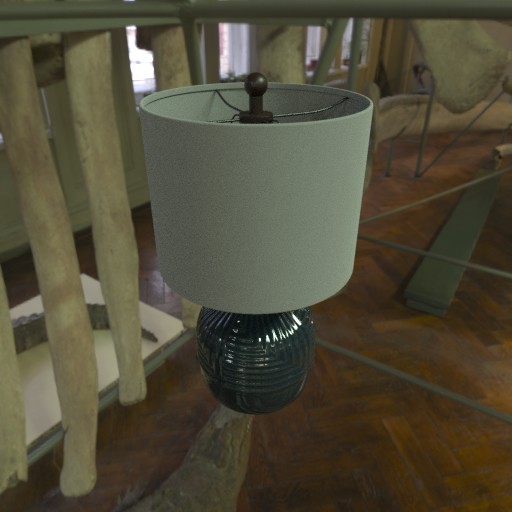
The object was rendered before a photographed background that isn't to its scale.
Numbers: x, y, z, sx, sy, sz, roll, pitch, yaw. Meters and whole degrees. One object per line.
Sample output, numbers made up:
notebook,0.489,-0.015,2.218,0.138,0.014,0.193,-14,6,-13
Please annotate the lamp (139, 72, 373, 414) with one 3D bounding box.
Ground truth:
lamp,0.000,0.000,0.736,0.318,0.567,0.318,0,29,0
